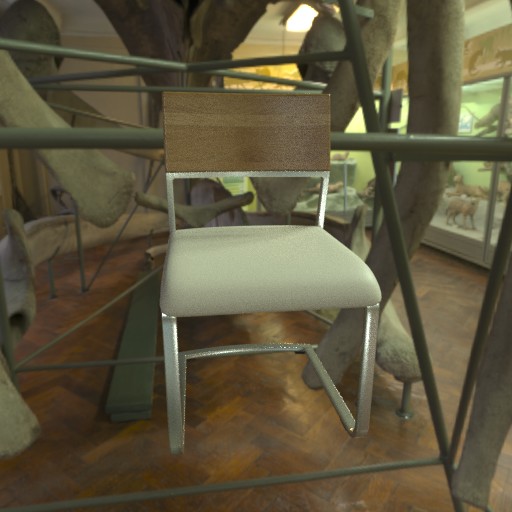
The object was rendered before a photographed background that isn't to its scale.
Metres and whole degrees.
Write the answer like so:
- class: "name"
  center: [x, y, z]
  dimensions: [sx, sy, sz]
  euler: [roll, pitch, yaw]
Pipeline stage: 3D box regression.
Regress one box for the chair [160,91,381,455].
- class: "chair"
  center: [0.000, 0.000, 1.171]
  dimensions: [0.467, 0.844, 0.585]
  euler: [-2, 15, -8]
